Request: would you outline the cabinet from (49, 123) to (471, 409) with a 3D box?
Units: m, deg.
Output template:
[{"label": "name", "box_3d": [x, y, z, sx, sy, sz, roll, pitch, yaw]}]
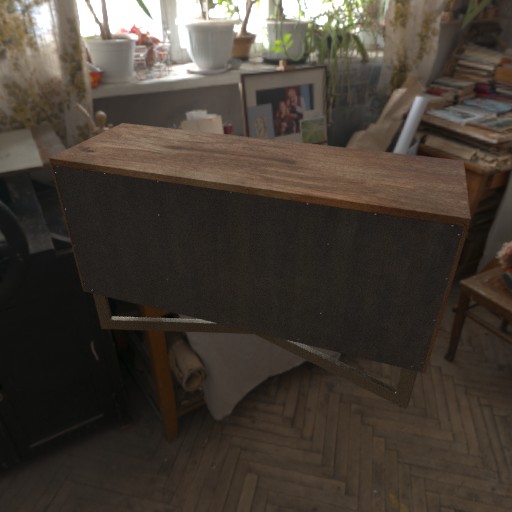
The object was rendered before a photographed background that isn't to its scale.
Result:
[{"label": "cabinet", "box_3d": [0.000, 0.000, 1.771, 1.373, 0.812, 0.480, 11, 34, 16]}]
